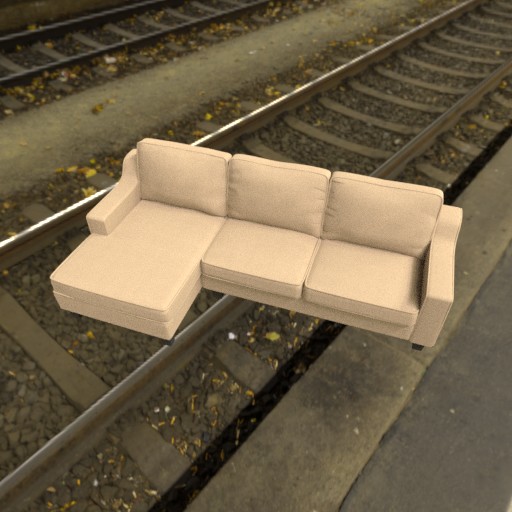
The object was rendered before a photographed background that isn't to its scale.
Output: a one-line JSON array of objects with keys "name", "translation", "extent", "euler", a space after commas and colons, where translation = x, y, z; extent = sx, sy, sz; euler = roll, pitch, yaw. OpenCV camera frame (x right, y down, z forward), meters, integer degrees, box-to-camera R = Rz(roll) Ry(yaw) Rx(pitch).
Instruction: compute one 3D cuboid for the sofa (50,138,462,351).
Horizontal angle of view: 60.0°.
[{"name": "sofa", "translation": [0.000, 0.000, 3.094], "extent": [2.561, 0.928, 1.294], "euler": [13, 44, 14]}]
